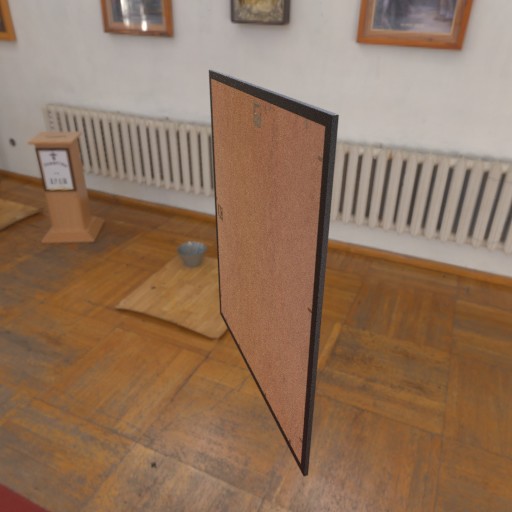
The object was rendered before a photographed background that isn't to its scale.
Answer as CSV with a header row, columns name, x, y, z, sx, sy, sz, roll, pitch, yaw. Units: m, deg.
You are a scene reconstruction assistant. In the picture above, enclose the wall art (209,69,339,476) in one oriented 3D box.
name,x,y,z,sx,sy,sz,roll,pitch,yaw
wall art,0.000,0.000,0.912,0.018,0.660,0.559,-10,30,-18
